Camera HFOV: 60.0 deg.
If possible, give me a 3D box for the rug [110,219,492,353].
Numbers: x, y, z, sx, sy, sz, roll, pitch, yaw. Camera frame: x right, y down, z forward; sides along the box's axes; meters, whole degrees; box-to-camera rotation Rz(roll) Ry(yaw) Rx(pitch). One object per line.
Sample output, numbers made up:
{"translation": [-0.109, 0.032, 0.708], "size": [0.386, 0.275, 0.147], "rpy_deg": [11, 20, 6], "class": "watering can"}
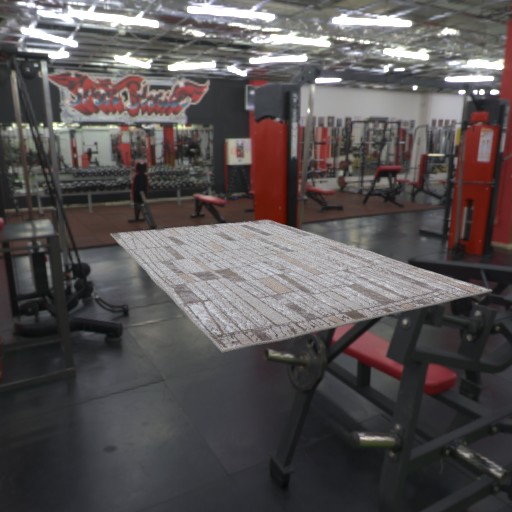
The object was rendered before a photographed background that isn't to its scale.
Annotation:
{"translation": [0.000, 0.000, 3.024], "size": [1.531, 0.023, 2.444], "rpy_deg": [-7, 16, -26], "class": "rug"}
